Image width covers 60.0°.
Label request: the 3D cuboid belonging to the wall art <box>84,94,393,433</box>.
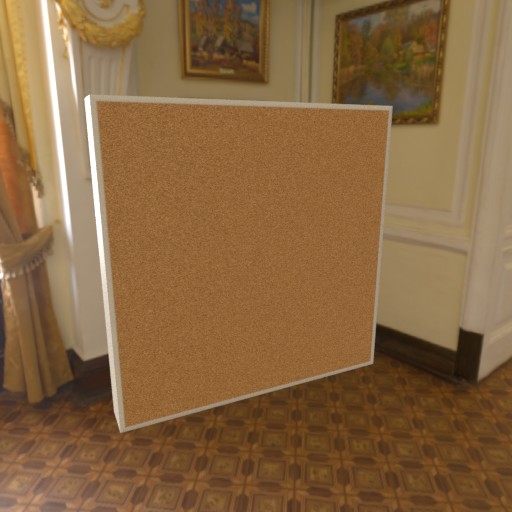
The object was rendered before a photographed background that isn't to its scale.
[{"bbox_3d":[0.000,0.000,0.464,0.305,0.304,0.038,-7,17,-25],"label":"wall art"}]
